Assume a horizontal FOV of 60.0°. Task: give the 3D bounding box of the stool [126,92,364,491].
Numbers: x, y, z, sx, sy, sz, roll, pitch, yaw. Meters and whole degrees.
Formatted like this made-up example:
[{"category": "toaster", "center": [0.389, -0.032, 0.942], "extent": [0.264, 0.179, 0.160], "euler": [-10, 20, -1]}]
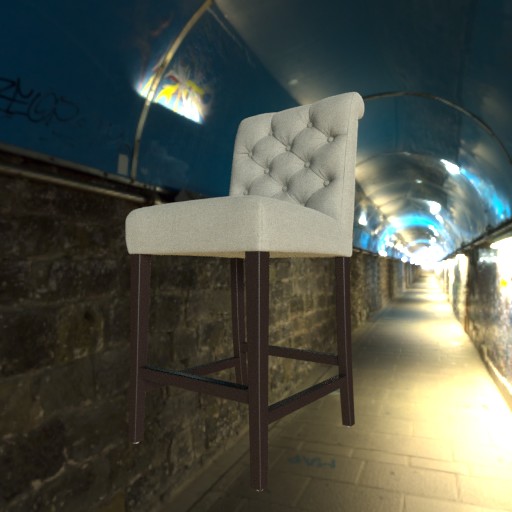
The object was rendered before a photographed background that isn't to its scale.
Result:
[{"category": "stool", "center": [0.000, 0.000, 1.332], "extent": [0.493, 1.040, 0.601], "euler": [-1, -1, 37]}]
